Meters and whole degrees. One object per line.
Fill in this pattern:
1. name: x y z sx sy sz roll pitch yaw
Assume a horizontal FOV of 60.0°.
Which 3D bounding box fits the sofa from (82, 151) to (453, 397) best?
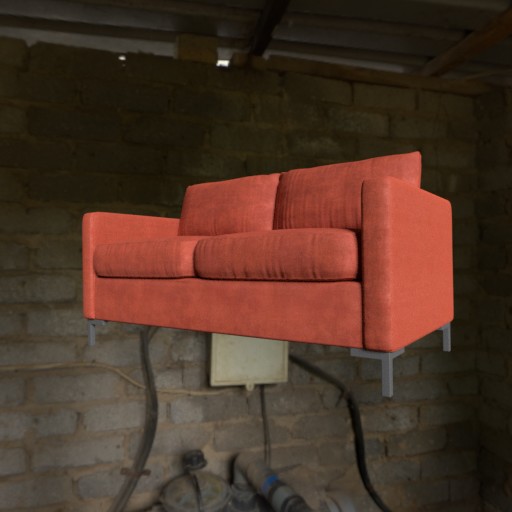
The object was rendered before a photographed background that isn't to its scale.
1. sofa: 0.000 0.000 2.090 1.574 0.896 0.864 0 0 36
